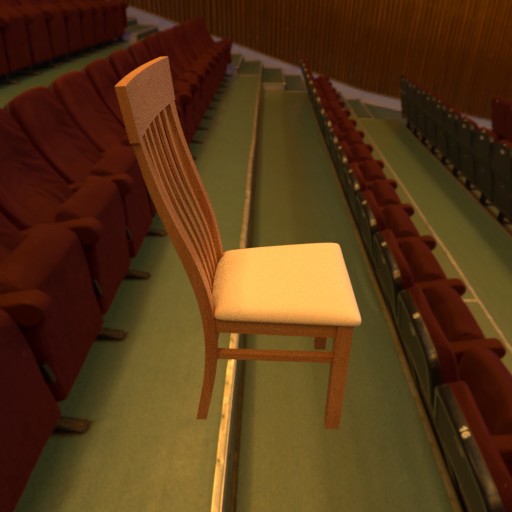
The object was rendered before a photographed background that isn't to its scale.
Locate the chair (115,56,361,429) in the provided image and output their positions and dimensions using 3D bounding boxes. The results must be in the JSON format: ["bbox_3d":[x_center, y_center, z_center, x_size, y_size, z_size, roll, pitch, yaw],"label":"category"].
[{"bbox_3d":[0.000,0.000,1.335,0.580,1.050,0.450,0,31,1],"label":"chair"}]
